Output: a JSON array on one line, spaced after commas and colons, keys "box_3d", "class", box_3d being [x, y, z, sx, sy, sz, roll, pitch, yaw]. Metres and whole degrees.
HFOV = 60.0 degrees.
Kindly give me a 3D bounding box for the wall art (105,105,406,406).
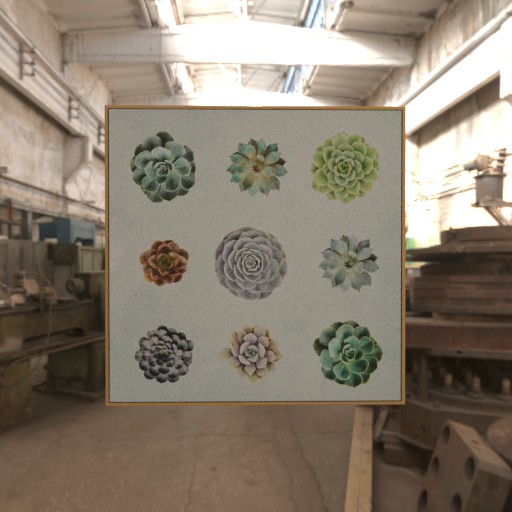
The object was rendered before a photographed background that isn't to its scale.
[{"box_3d": [0.000, 0.000, 0.976, 0.657, 0.655, 0.014, 0, 1, -1], "class": "wall art"}]
